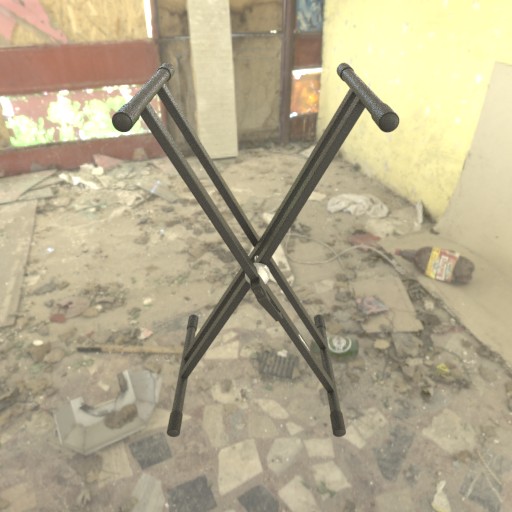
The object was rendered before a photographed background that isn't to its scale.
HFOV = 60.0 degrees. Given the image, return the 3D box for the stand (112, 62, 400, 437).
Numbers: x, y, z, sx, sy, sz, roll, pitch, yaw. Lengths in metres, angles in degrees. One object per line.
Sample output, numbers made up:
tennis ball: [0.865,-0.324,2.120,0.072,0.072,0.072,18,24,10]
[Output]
stand: [0.000,0.000,1.208,0.503,0.900,0.495,0,33,0]
